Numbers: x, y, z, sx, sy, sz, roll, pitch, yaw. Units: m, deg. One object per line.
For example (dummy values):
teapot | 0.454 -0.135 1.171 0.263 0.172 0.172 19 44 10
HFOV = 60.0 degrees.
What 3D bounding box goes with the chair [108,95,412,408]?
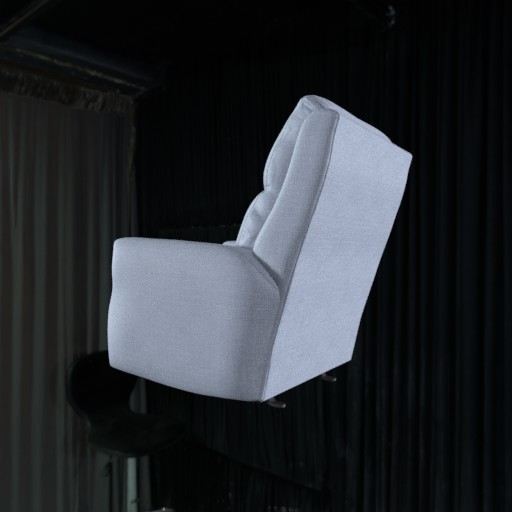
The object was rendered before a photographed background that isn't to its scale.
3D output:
chair | 0.000 0.000 1.831 1.080 1.030 0.829 0 1 36
